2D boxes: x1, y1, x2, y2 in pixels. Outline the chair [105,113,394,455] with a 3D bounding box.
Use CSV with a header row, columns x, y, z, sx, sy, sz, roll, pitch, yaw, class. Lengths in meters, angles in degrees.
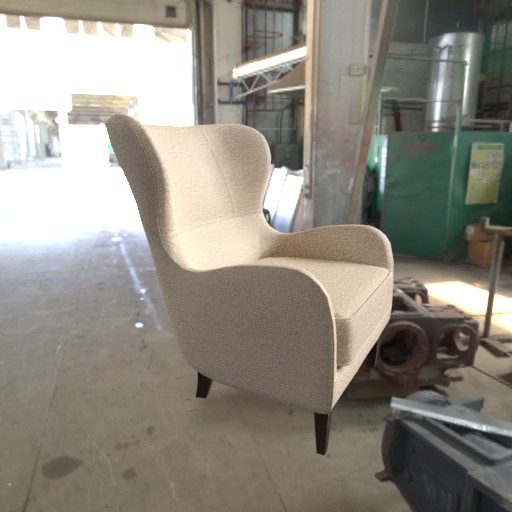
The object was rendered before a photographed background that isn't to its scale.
x,y,z,sx,sy,sz,roll,pitch,yaw,class
0.000,0.000,1.774,0.984,1.064,0.861,7,15,27,chair
